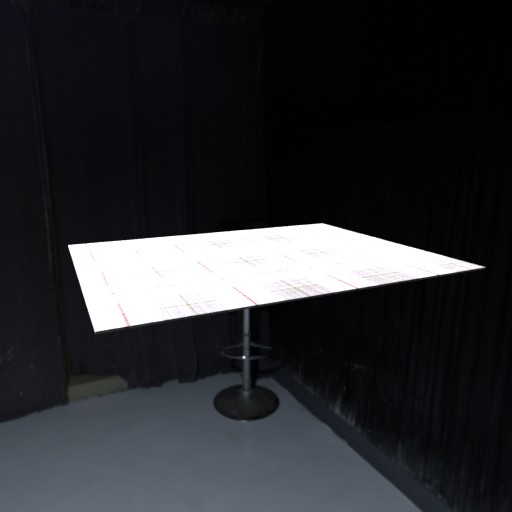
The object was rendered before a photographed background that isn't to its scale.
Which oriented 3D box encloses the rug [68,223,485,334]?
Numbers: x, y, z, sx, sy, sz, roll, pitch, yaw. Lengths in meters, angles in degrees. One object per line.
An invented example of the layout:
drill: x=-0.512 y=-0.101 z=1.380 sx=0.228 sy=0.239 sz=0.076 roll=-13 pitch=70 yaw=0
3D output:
rug: x=0.000 y=0.000 z=3.940 sx=2.959 sy=0.016 sz=2.317 roll=-6 pitch=15 yaw=-25
